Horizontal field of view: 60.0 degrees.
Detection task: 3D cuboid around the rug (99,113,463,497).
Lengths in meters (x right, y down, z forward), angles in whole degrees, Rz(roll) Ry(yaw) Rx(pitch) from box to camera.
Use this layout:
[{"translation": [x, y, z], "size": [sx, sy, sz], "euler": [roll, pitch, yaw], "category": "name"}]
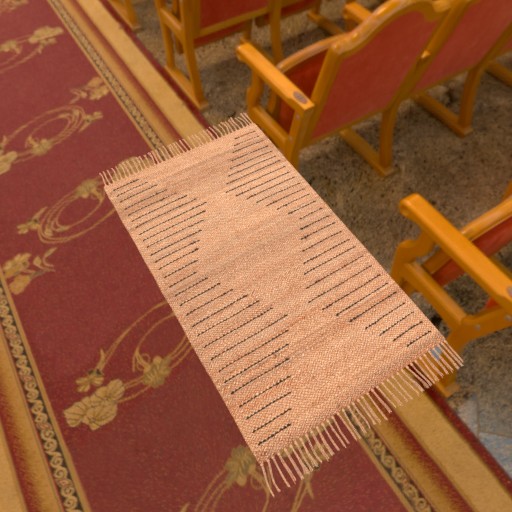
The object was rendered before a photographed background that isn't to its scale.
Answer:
[{"translation": [0.000, 0.000, 2.005], "size": [0.905, 0.017, 1.718], "euler": [-28, 62, -16], "category": "rug"}]
